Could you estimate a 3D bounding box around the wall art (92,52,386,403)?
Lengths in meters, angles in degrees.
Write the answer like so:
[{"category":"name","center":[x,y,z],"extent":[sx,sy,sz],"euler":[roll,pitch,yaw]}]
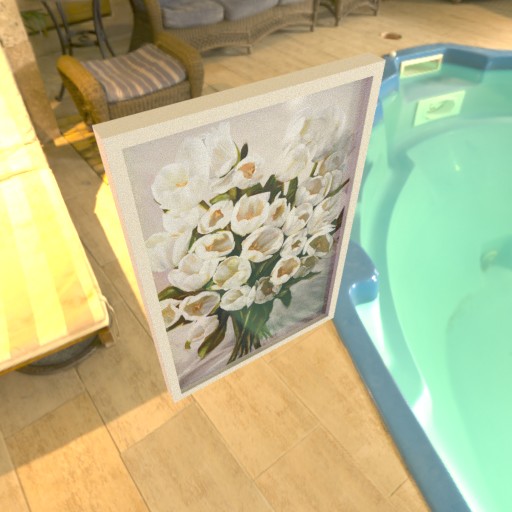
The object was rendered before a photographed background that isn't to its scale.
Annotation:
[{"category":"wall art","center":[0.000,0.000,0.553],"extent":[0.293,0.428,0.025],"euler":[-24,50,-22]}]
